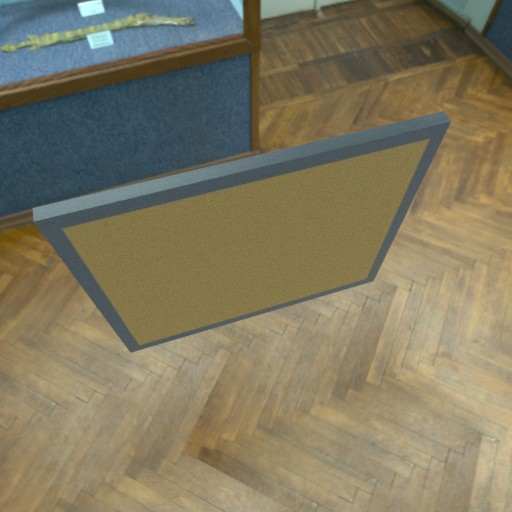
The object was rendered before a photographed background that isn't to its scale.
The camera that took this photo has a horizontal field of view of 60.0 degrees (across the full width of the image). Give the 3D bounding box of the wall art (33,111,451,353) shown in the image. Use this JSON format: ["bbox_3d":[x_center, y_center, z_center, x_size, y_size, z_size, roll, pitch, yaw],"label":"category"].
[{"bbox_3d":[0.000,0.000,0.915,0.660,0.558,0.026,-15,60,-9],"label":"wall art"}]
